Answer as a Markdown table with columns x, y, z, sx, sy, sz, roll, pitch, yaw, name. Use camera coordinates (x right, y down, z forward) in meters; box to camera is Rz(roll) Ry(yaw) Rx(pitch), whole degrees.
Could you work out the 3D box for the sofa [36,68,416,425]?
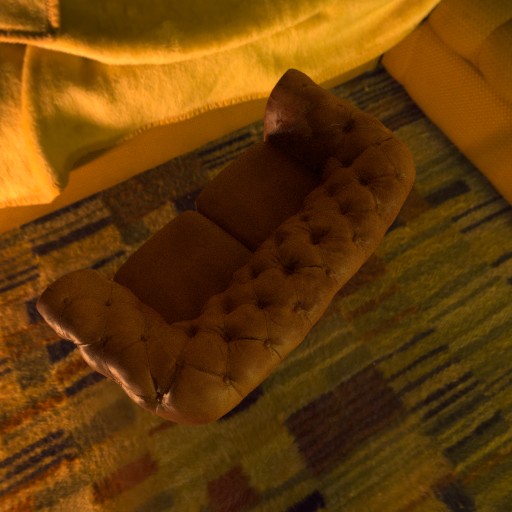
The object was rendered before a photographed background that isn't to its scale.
| x | y | z | sx | sy | sz | roll | pitch | yaw | name |
| --- | --- | --- | --- | --- | --- | --- | --- | --- | --- |
| 0.000 | 0.000 | 2.506 | 1.042 | 0.877 | 1.979 | 37 | 69 | 16 | sofa |
